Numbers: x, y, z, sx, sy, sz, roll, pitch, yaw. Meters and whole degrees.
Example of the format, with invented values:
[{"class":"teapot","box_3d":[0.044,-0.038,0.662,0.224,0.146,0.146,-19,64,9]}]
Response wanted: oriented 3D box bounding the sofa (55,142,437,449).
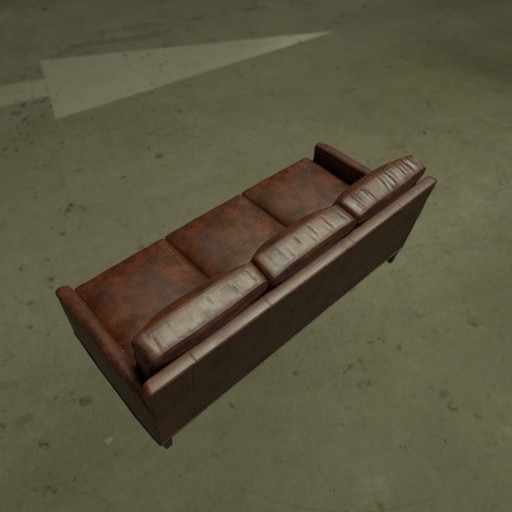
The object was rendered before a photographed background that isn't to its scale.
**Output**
[{"class":"sofa","box_3d":[0.000,0.000,2.848,2.240,1.003,1.084,-34,56,-27]}]
